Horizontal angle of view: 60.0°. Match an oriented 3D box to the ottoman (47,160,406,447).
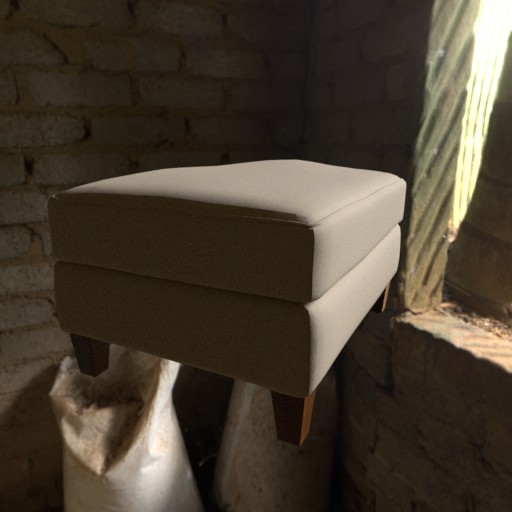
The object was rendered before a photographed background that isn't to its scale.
[{"bbox_3d":[0.000,0.000,1.187,0.634,0.485,0.818,8,17,26],"label":"ottoman"}]
